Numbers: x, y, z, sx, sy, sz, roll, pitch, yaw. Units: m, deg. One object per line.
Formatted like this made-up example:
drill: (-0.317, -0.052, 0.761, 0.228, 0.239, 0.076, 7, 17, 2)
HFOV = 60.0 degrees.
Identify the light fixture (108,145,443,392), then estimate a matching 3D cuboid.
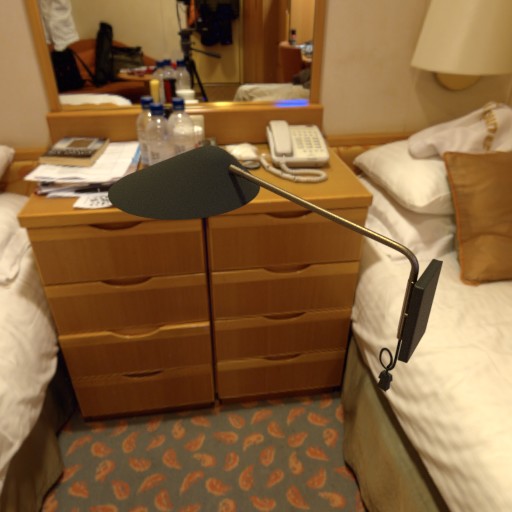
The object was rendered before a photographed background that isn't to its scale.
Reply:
light fixture: (0.000, 0.000, 0.684, 0.516, 0.312, 0.240, 20, 36, 30)
